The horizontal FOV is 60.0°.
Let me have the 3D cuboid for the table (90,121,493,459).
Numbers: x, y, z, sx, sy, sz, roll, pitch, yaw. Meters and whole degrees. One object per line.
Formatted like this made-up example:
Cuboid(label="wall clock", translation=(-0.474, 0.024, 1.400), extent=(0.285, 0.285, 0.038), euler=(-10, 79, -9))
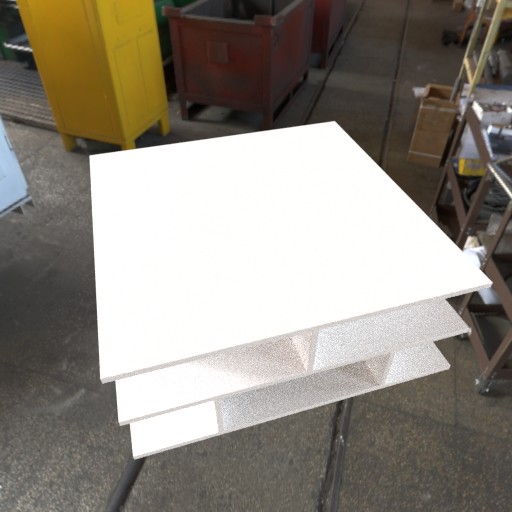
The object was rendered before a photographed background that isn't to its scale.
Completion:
Cuboid(label="table", translation=(0.000, 0.000, 1.086), extent=(0.700, 0.289, 0.700), euler=(-11, 43, -12))
